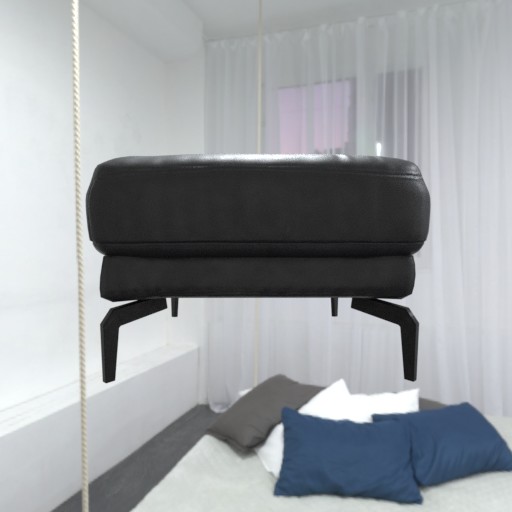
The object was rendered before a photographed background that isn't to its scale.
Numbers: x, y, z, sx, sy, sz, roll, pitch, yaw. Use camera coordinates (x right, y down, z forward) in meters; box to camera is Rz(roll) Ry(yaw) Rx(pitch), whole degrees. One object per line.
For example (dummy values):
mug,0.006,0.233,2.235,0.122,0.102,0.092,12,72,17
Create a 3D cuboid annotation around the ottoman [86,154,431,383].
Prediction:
ottoman,0.000,0.000,1.067,0.570,0.402,0.764,0,2,-1
